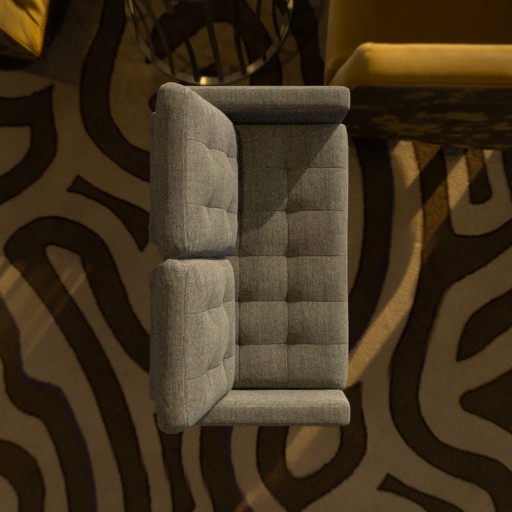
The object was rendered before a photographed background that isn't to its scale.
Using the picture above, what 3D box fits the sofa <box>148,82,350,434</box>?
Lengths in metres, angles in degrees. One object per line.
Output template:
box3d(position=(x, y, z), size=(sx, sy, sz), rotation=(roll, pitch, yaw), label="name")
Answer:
box3d(position=(0.000, 0.000, 1.938), size=(0.842, 0.907, 1.407), rotation=(0, 90, 0), label="sofa")
